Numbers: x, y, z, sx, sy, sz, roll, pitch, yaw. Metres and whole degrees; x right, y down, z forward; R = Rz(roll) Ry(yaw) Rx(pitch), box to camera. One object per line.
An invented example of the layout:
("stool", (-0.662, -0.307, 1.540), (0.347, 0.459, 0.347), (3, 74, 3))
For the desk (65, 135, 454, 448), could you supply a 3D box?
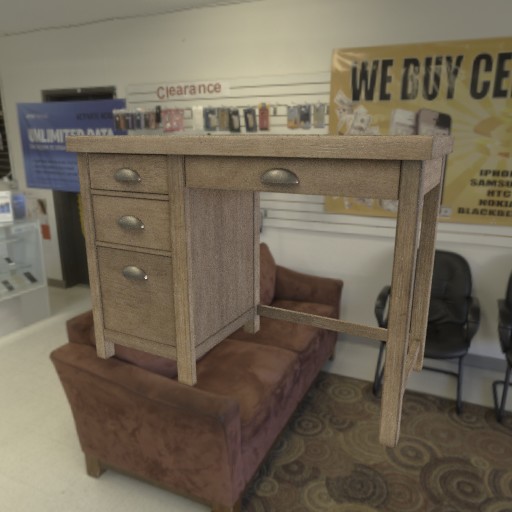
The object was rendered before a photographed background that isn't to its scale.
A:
("desk", (0.000, 0.000, 1.738), (1.289, 0.912, 0.610), (8, 17, 27))
